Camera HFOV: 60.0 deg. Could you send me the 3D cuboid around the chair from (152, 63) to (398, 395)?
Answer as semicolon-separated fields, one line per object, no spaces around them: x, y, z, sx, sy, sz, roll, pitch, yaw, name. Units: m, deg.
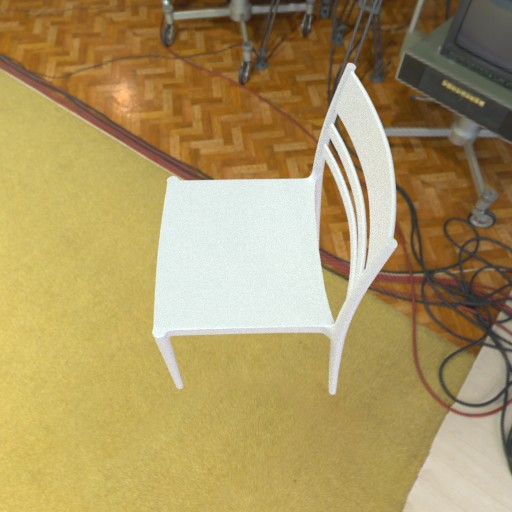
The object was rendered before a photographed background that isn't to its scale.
0.000;0.000;1.162;0.511;0.800;0.531;-1;59;-1;chair
